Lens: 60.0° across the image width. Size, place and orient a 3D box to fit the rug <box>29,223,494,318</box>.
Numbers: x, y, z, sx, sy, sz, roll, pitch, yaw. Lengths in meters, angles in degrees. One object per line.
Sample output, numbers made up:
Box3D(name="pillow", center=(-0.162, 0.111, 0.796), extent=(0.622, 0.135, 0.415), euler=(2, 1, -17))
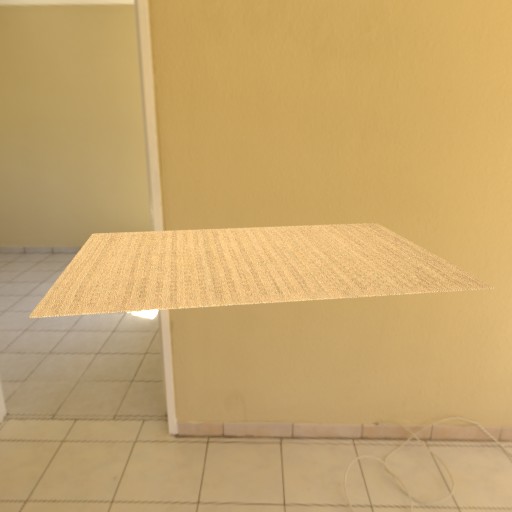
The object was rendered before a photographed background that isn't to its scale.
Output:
Box3D(name="rug", center=(0.000, 0.000, 2.182), extent=(1.752, 0.006, 1.142), euler=(-3, 18, -9))
